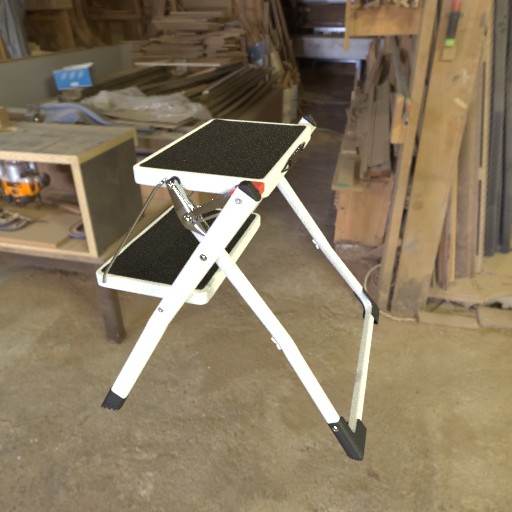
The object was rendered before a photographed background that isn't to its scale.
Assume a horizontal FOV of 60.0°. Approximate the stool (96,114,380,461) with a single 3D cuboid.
[{"bbox_3d":[0.000,0.000,0.838,0.490,0.445,0.485,9,31,15],"label":"stool"}]
